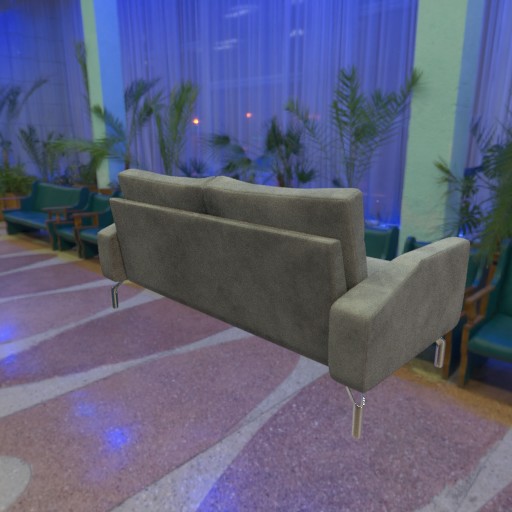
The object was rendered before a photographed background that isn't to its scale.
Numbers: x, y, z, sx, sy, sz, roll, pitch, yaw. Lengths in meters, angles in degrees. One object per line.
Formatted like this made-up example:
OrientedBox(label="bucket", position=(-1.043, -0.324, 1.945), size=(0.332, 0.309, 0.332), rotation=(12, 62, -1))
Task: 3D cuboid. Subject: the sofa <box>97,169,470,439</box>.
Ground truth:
OrientedBox(label="sofa", position=(0.000, 0.000, 2.310), size=(1.837, 0.859, 0.849), rotation=(14, 21, 43))
